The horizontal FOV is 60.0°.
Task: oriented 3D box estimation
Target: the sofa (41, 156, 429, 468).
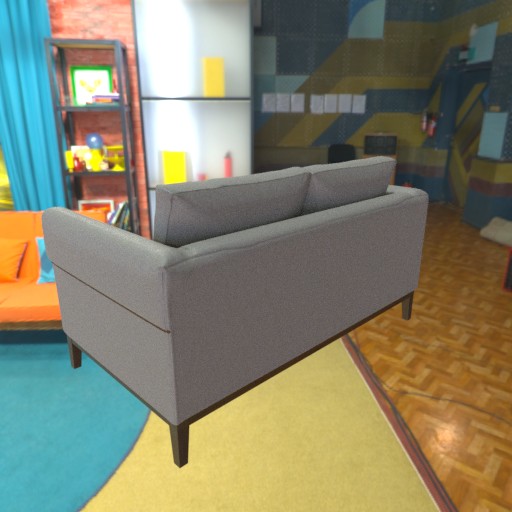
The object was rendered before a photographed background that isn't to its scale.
[{"bbox_3d":[0.000,0.000,2.078,1.598,0.873,0.899,-17,25,-42],"label":"sofa"}]
